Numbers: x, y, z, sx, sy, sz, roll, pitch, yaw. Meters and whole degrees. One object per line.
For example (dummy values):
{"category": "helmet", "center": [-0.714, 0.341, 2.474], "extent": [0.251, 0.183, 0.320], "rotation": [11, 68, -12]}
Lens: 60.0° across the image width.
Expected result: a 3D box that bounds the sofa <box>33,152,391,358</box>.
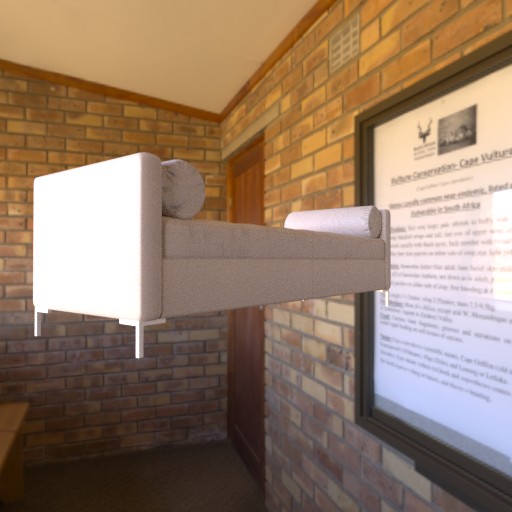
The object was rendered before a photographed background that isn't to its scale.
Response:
{"category": "sofa", "center": [0.000, 0.000, 2.308], "extent": [0.686, 0.635, 1.981], "rotation": [-1, -1, 38]}
